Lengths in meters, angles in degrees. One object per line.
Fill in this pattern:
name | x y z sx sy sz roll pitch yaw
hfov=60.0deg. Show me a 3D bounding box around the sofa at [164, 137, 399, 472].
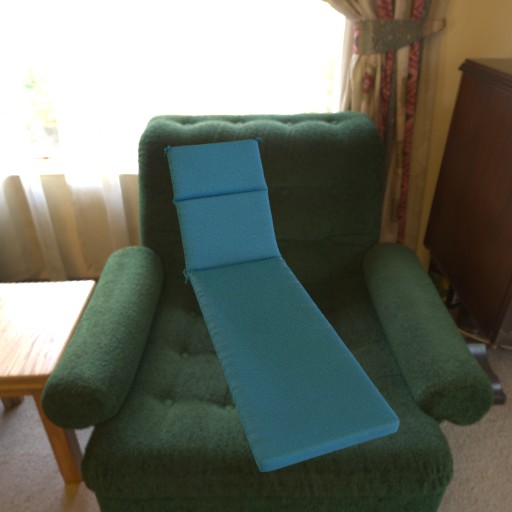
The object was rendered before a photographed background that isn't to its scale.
sofa | 0.000 0.000 2.009 0.582 0.622 1.663 -10 32 -16
